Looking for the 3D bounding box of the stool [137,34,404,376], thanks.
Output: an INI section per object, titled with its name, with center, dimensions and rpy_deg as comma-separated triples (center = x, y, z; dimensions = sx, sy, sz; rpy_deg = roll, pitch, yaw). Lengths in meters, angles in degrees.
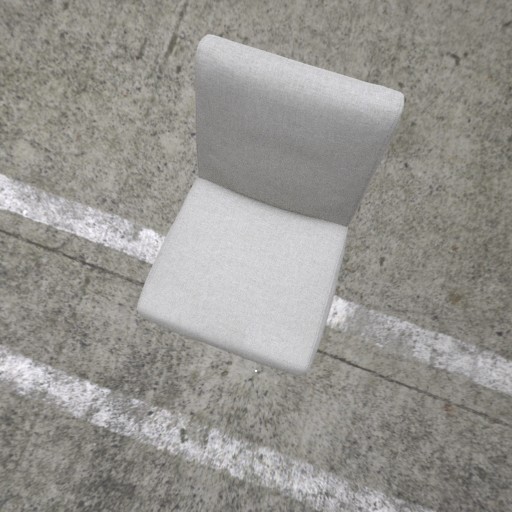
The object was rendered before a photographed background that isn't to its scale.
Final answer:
[stool]
center = 0.000, 0.000, 1.365
dimensions = 0.507, 1.085, 0.606
rpy_deg = 19, 76, 5
